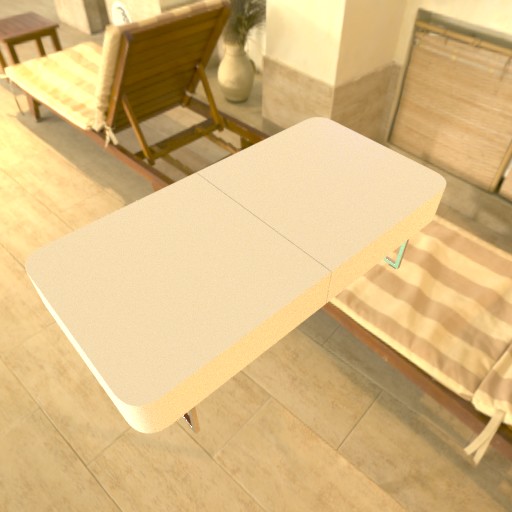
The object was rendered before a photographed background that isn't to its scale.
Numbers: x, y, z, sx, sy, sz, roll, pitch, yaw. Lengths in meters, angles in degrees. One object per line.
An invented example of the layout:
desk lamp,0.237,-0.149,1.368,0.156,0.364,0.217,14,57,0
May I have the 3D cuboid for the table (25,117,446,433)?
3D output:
table,0.000,0.000,1.444,1.200,0.340,0.600,-33,54,-28
